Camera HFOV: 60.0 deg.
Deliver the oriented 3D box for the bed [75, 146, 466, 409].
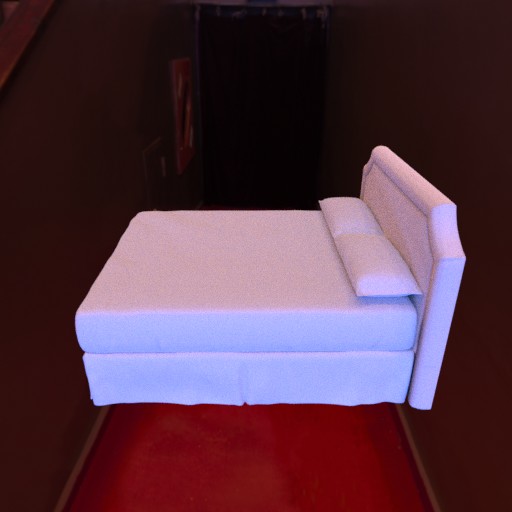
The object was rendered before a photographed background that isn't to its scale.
[{"bbox_3d":[0.000,0.000,3.253,2.164,1.297,1.828,0,27,-1],"label":"bed"}]
